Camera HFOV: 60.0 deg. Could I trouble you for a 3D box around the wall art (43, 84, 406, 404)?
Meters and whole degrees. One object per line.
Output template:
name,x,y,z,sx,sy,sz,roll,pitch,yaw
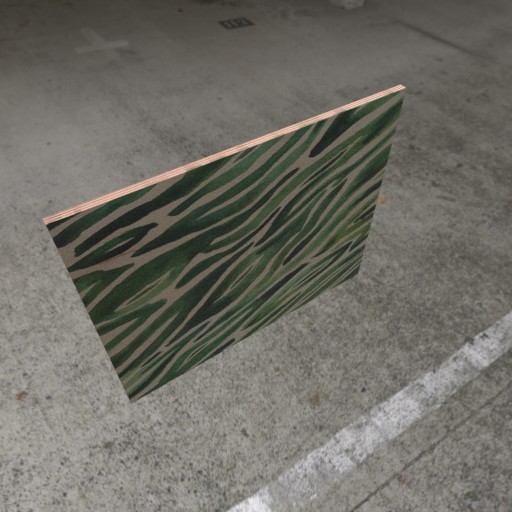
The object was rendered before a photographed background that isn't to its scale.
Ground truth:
wall art,0.000,0.000,0.687,0.508,0.408,0.012,-26,53,-22
